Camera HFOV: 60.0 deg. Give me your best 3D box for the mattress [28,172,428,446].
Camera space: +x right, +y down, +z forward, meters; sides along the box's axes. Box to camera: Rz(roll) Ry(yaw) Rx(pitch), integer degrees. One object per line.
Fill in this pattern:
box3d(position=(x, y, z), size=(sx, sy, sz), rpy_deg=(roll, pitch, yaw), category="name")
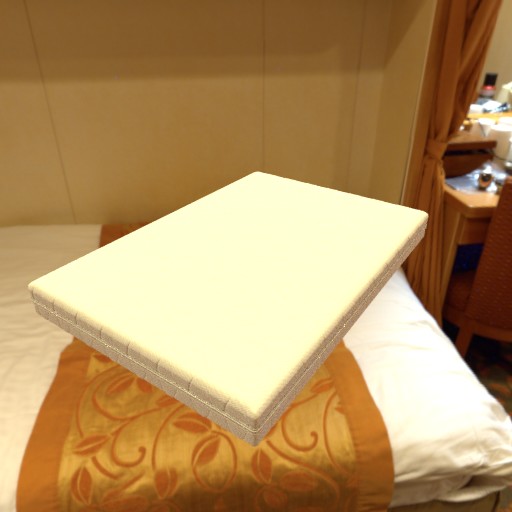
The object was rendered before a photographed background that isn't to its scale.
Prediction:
box3d(position=(0.000, 0.000, 2.601), size=(1.400, 0.200, 2.000), rpy_deg=(20, 36, 30), category="mattress")
